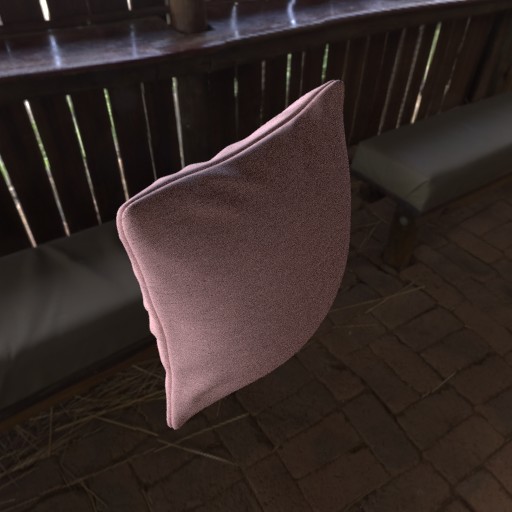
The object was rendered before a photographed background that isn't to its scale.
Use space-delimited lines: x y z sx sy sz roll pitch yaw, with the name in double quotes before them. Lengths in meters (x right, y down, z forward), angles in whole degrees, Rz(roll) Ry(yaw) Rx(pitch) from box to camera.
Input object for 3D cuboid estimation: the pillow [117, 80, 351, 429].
"pillow" 0.000 0.000 0.674 0.246 0.415 0.432 26 47 27
